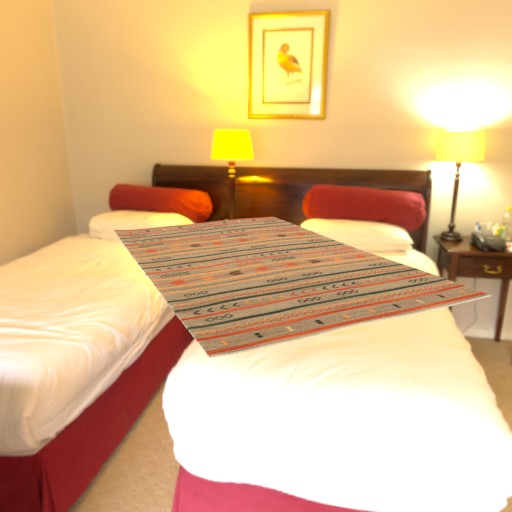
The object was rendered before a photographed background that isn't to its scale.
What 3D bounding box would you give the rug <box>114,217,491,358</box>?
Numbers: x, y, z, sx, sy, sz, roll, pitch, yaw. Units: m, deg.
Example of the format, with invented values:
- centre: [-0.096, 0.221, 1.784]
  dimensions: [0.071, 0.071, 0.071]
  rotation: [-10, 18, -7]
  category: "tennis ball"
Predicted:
- centre: [0.000, 0.000, 3.029]
  dimensions: [1.537, 0.029, 2.439]
  rotation: [-7, 17, -24]
  category: "rug"
